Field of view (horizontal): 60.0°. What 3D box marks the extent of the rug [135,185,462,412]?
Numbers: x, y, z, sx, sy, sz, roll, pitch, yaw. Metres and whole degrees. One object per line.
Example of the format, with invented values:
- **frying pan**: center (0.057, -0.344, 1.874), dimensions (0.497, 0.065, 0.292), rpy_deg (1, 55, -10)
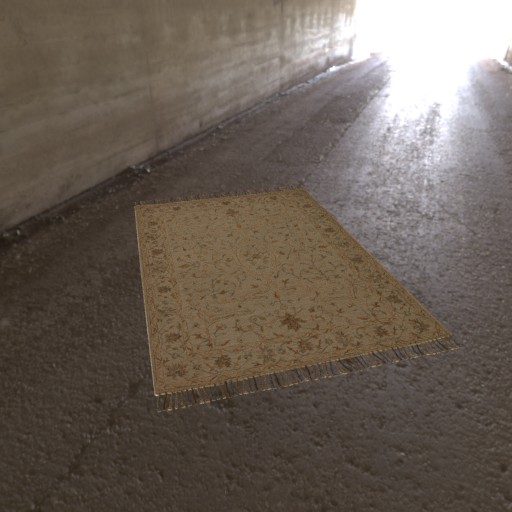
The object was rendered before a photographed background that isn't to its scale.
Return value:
- **rug**: center (0.000, 0.000, 2.401), dimensions (1.218, 0.017, 1.861), rpy_deg (-8, 31, -13)
